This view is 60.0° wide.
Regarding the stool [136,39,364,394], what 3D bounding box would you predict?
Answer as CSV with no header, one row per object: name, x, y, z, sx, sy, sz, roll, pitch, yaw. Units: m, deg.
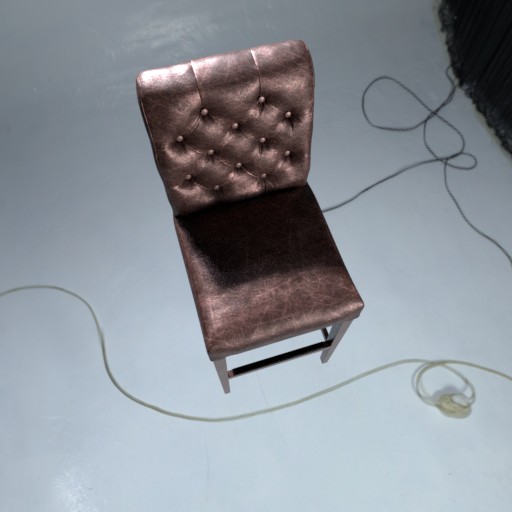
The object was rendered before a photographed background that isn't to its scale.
stool,0.000,0.000,1.530,0.483,1.168,0.659,-15,64,-7
